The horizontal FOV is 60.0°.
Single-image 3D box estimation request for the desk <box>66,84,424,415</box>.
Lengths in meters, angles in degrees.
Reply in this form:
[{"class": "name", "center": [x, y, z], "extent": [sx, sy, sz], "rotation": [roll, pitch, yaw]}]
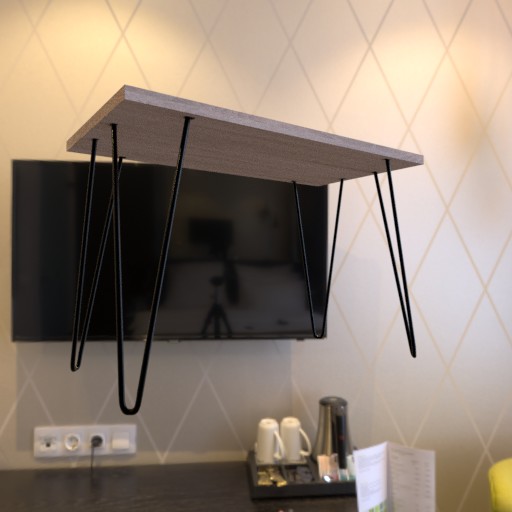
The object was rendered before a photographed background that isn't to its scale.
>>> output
[{"class": "desk", "center": [0.000, 0.000, 1.359], "extent": [0.991, 0.660, 0.499], "rotation": [1, -1, -35]}]
